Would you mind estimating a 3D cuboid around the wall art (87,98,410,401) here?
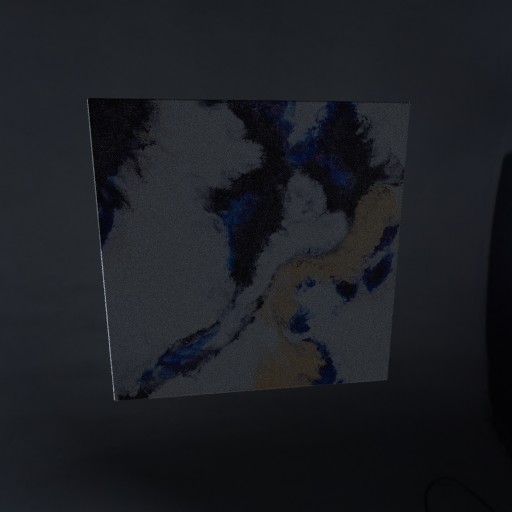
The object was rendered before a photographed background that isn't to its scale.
[{"bbox_3d":[0.000,0.000,1.333,0.887,0.885,0.038,-2,15,-8],"label":"wall art"}]
